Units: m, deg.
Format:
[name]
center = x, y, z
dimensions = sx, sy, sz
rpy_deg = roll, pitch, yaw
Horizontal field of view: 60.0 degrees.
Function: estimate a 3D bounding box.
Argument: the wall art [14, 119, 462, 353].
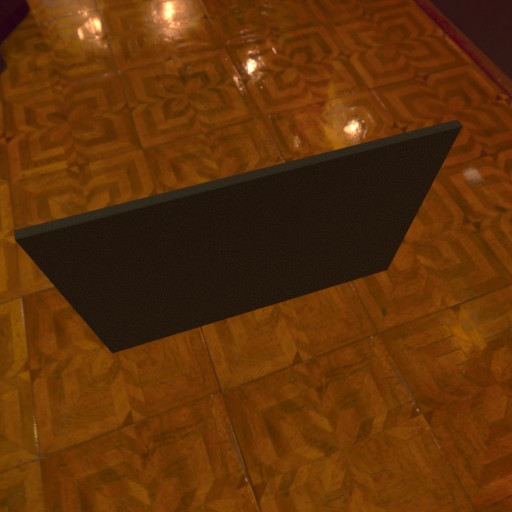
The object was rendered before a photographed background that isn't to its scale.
[wall art]
center = 0.000, 0.000, 1.194
dimensions = 0.958, 0.656, 0.026
rpy_deg = -16, 60, -9
